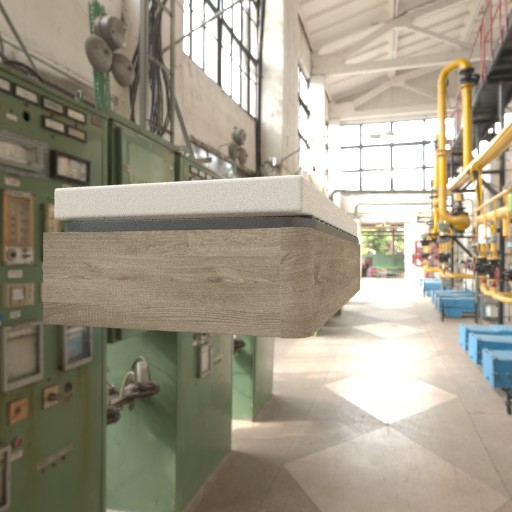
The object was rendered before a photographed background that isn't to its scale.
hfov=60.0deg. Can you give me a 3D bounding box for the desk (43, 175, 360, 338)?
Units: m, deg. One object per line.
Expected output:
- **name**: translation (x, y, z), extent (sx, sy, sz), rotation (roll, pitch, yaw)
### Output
- **desk**: translation (0.000, 0.000, 2.241), extent (0.900, 0.455, 1.900), rotation (0, 0, 18)
